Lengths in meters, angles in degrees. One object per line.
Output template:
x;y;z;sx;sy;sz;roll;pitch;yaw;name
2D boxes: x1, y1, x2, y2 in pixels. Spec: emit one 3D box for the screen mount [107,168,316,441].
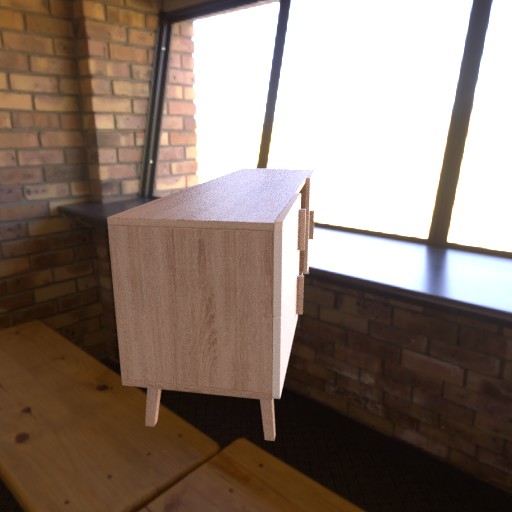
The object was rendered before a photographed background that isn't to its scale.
0.000;0.000;1.755;0.420;0.570;1.500;3;16;10;screen mount
